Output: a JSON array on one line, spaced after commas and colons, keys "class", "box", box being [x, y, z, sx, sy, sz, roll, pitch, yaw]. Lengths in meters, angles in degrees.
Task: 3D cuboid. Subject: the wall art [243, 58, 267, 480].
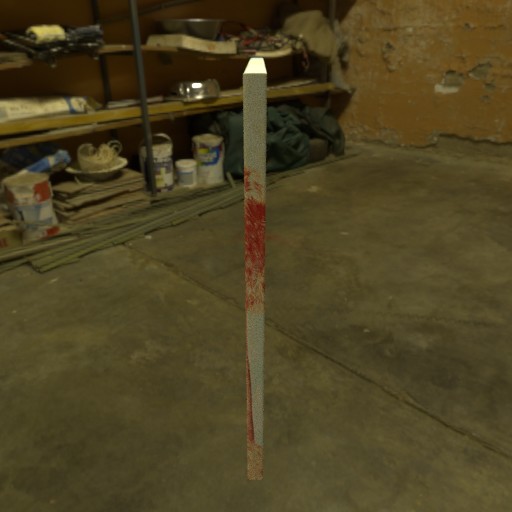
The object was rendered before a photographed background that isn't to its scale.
[{"class": "wall art", "box": [0.000, 0.000, 1.145, 0.037, 0.915, 0.605, 0, 26, 0]}]
